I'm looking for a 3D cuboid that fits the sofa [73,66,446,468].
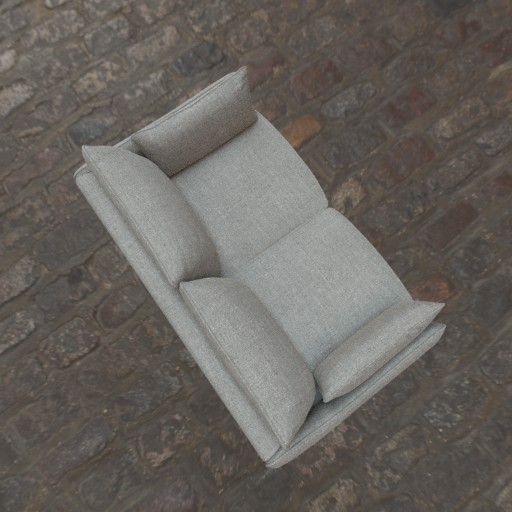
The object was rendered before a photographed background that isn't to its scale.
[{"bbox_3d":[0.000,0.000,2.074,0.972,0.851,1.580,-35,79,-8],"label":"sofa"}]
